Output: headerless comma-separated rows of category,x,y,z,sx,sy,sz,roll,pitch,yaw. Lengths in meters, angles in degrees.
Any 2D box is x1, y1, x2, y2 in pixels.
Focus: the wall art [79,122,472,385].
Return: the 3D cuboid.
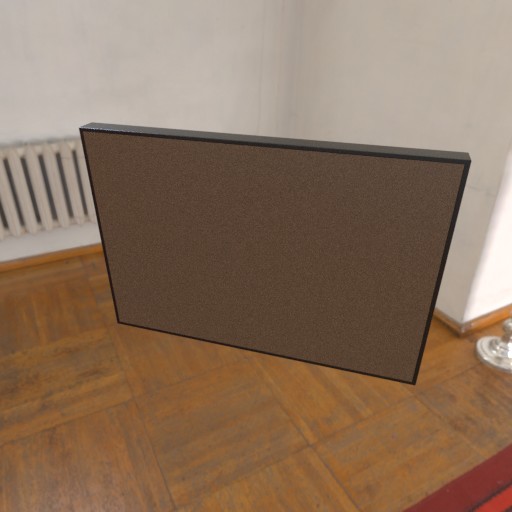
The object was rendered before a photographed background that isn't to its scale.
wall art,0.000,0.000,1.208,0.939,0.640,0.058,9,31,15
